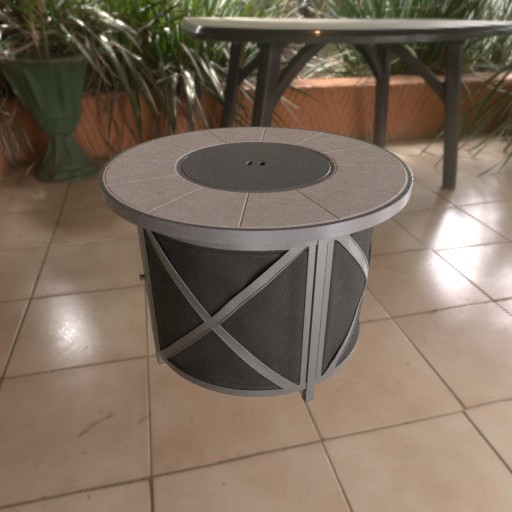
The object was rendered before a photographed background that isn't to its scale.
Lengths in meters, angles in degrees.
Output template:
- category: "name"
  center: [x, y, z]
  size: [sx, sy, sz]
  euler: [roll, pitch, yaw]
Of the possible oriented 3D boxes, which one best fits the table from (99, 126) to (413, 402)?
- category: "table"
  center: [0.000, 0.000, 1.509]
  size: [0.914, 0.650, 0.914]
  euler: [0, 30, 0]
